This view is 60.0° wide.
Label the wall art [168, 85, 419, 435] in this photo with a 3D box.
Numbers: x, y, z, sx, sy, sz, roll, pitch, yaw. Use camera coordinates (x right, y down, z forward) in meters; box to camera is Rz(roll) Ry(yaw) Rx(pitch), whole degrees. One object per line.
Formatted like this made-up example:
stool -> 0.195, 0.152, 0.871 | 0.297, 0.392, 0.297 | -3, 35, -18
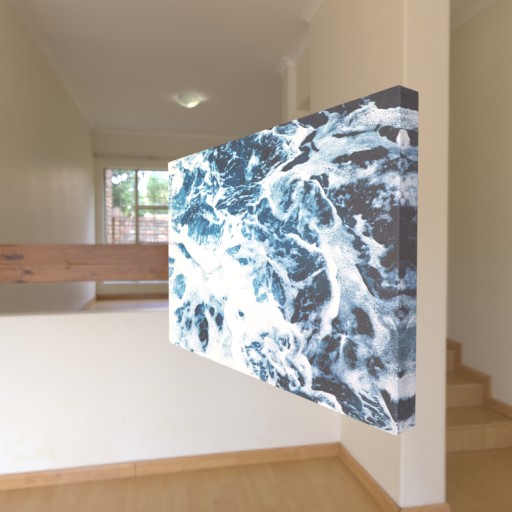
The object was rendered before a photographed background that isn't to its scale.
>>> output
wall art -> 0.000, 0.000, 0.768 | 0.043, 0.407, 0.609 | -1, 2, -36
